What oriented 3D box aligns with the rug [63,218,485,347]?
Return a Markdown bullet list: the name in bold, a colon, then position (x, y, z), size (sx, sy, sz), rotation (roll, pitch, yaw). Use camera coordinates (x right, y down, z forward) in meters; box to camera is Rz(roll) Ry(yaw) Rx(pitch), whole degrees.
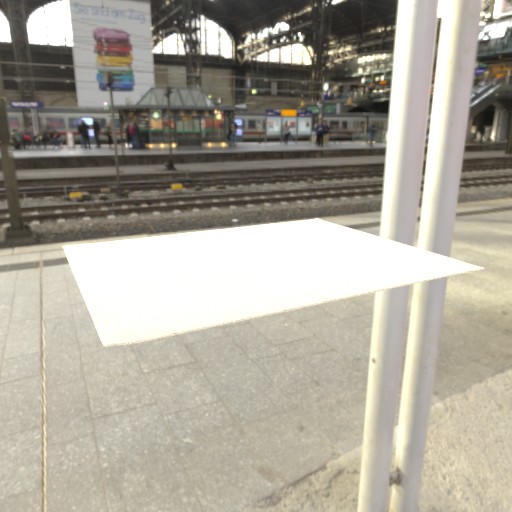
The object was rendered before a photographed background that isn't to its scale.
- **rug**: position (0.000, 0.000, 3.819), size (2.897, 0.035, 2.277), rotation (-8, 18, -27)
